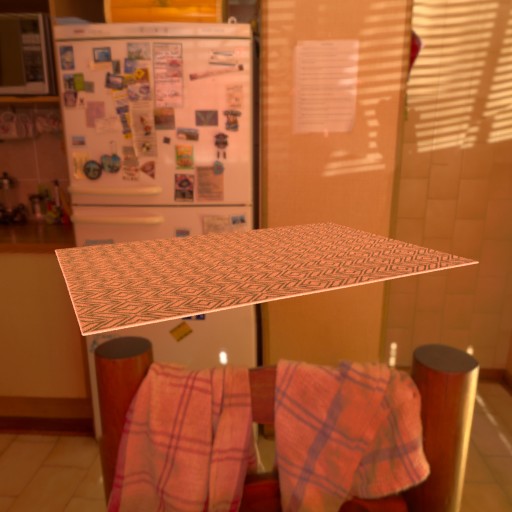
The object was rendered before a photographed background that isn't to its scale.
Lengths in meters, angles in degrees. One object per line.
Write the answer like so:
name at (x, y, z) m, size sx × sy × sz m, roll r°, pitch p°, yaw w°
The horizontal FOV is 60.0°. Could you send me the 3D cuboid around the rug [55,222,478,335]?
rug at (0.000, 0.000, 2.290) m, size 1.828 × 0.007 × 1.220 m, roll -7°, pitch 16°, yaw -26°
